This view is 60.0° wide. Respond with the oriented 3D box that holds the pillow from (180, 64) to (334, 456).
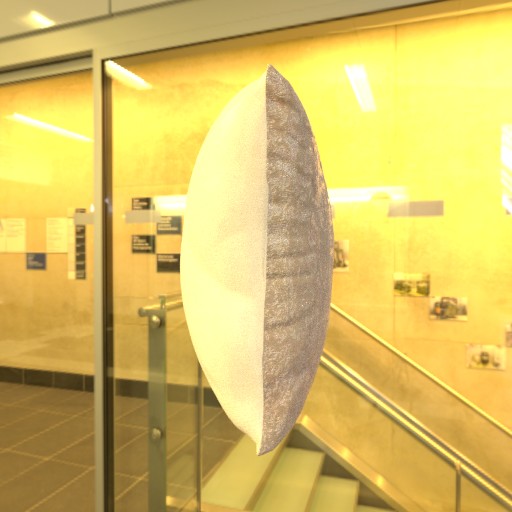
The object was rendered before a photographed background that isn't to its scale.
[{"bbox_3d":[0.000,0.000,0.723,0.245,0.448,0.450,0,1,1],"label":"pillow"}]
